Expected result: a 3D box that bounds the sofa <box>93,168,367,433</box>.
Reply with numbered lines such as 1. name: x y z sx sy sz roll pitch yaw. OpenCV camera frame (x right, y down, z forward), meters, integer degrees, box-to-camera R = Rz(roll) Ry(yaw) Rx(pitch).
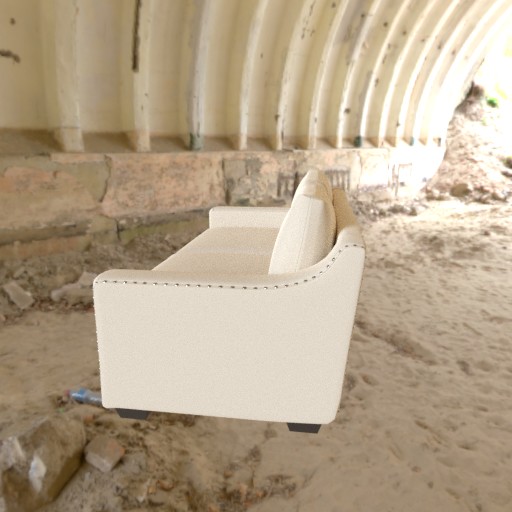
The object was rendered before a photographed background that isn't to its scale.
1. sofa: 0.000 0.000 2.341 0.949 0.830 1.812 2 14 8
